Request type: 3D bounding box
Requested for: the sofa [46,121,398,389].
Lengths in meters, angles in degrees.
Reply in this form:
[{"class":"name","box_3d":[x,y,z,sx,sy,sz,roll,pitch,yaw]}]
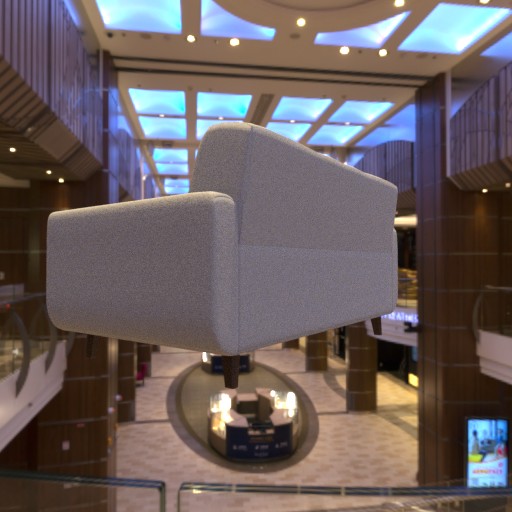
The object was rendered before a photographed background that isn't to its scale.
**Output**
[{"class":"sofa","box_3d":[0.000,0.000,2.218,0.980,0.892,1.655,-1,-1,36]}]
